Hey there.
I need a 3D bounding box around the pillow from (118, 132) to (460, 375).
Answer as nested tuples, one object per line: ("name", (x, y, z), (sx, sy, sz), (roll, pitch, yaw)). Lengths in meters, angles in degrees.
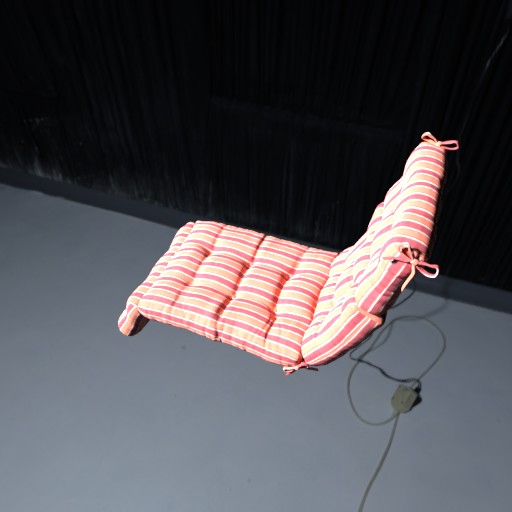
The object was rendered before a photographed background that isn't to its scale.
("pillow", (0.000, 0.000, 1.490), (1.016, 0.863, 0.526), (16, 49, 15))
